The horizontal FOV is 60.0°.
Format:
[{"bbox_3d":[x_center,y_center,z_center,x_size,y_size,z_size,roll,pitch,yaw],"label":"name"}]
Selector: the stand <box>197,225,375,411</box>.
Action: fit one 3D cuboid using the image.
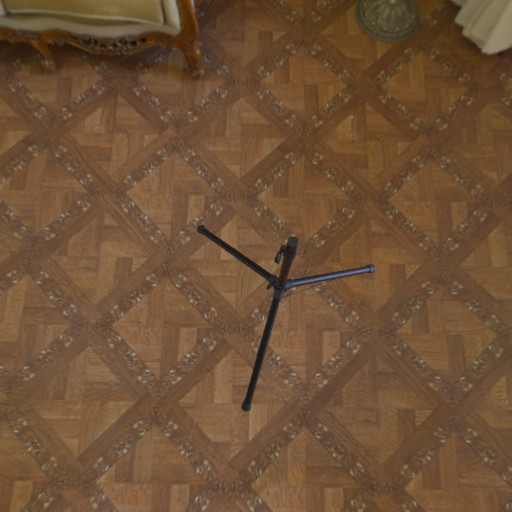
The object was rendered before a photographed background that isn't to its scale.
[{"bbox_3d":[0.000,0.000,1.915,0.907,1.136,1.045,44,79,10],"label":"stand"}]
